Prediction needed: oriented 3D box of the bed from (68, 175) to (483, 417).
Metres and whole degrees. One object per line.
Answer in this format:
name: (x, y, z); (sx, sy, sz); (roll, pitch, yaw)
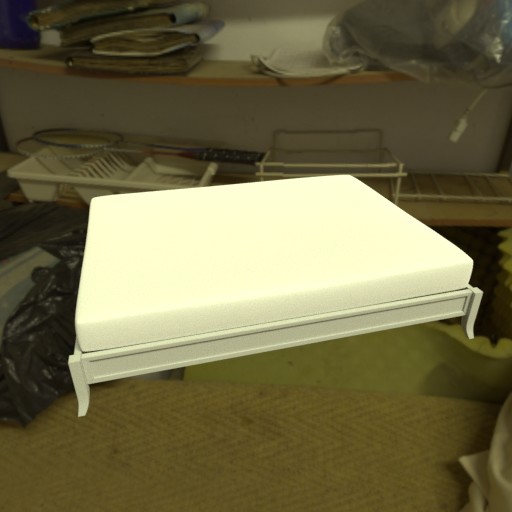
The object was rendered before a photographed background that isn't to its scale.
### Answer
bed: (0.000, 0.000, 2.806); (2.108, 0.510, 1.604); (-7, 30, -13)
